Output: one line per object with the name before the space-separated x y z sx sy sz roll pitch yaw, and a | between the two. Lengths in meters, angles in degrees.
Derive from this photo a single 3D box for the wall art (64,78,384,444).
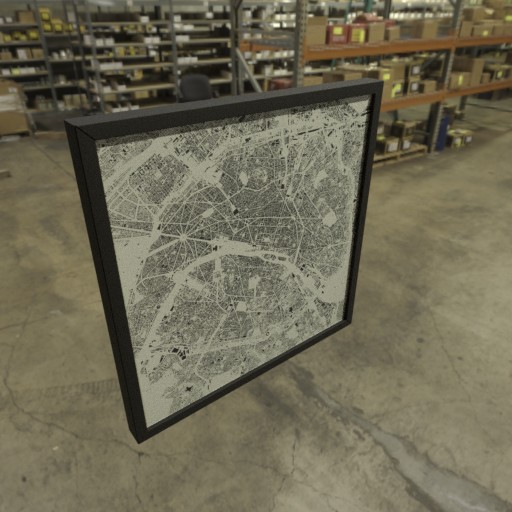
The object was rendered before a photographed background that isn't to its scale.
wall art | 0.000 0.000 0.736 0.508 0.508 0.037 -21 36 -32
